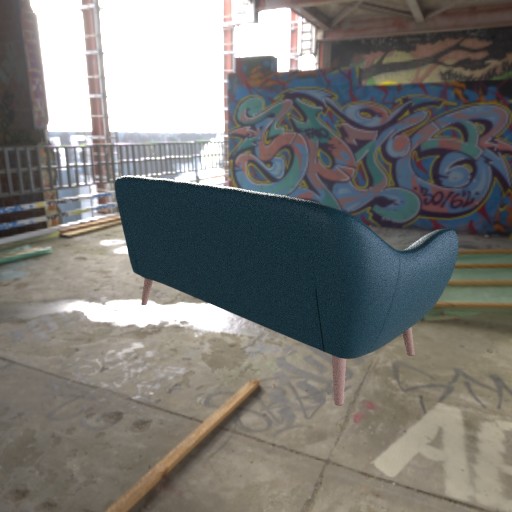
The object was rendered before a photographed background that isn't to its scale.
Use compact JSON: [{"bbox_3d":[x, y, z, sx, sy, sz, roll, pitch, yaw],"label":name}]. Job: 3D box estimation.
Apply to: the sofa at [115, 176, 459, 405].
[{"bbox_3d":[0.000,0.000,2.383,0.820,0.836,1.840,-15,21,-42],"label":"sofa"}]
